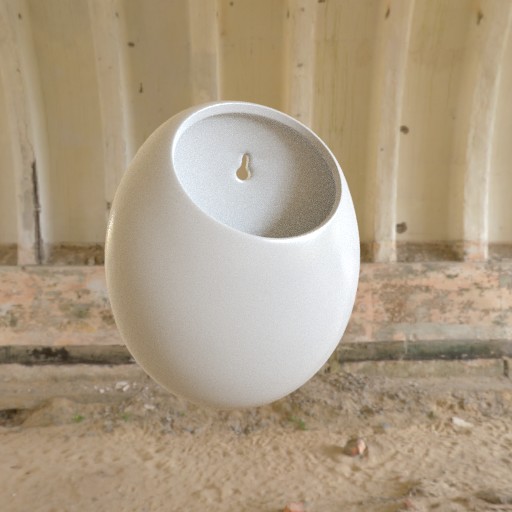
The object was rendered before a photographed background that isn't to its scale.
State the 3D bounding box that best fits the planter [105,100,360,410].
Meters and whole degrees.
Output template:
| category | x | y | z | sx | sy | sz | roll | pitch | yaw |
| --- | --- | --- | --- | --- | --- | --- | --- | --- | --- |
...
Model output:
| category | x | y | z | sx | sy | sz | roll | pitch | yaw |
| --- | --- | --- | --- | --- | --- | --- | --- | --- | --- |
| planter | 0.000 | 0.000 | 0.275 | 0.185 | 0.188 | 0.043 | 0 | 0 | -35 |
